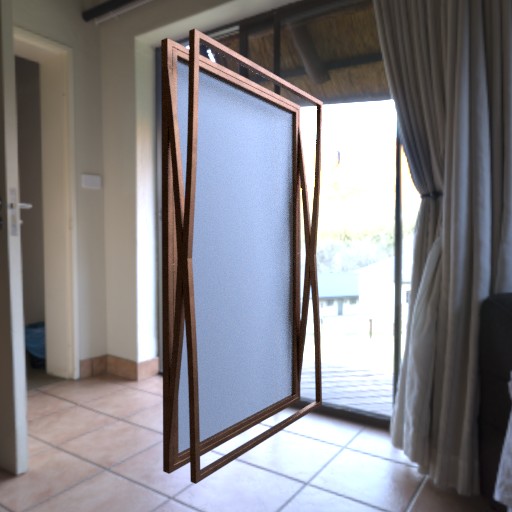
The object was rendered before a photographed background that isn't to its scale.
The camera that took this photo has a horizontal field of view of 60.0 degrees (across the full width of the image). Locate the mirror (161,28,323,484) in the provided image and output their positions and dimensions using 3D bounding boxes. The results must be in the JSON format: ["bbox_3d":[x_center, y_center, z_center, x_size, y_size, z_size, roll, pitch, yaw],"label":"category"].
[{"bbox_3d":[0.000,0.000,0.956,0.082,0.768,0.468,1,1,36],"label":"mirror"}]
